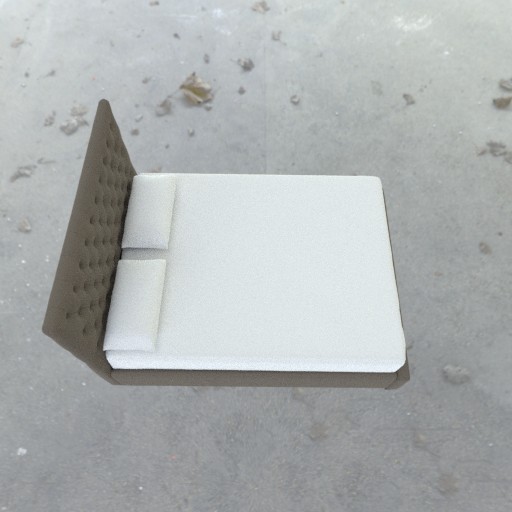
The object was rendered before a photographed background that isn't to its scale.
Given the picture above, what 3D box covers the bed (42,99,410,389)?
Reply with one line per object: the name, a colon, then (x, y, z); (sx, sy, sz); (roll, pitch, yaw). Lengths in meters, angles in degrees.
bed: (0.000, 0.000, 3.288); (2.233, 1.426, 1.696); (1, 62, 0)
